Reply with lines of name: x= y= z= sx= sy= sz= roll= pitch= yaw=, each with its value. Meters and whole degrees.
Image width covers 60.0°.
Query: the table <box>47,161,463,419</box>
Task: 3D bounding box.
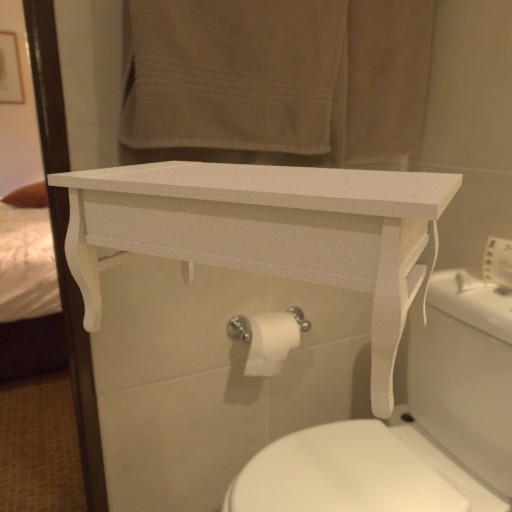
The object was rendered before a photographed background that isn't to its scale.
table: x=0.000 y=0.000 z=1.361 sx=1.062 sy=0.495 sz=0.600 roll=9 pitch=19 yaw=27
